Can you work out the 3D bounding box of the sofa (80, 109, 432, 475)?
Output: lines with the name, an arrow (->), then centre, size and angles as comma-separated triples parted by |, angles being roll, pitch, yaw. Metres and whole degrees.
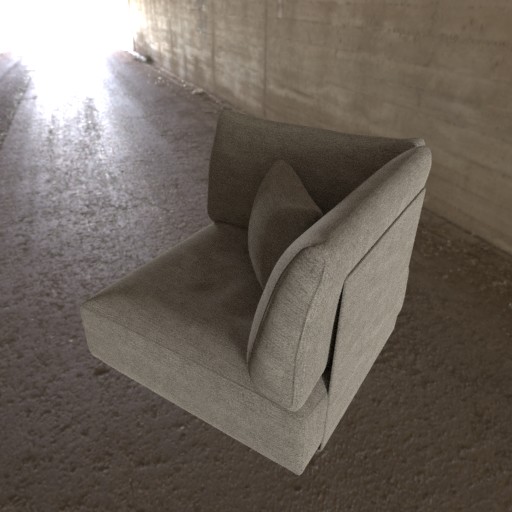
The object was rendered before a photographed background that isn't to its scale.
sofa -> 0.000, 0.000, 1.699 | 1.000, 0.820, 1.000 | 18, 35, 28
